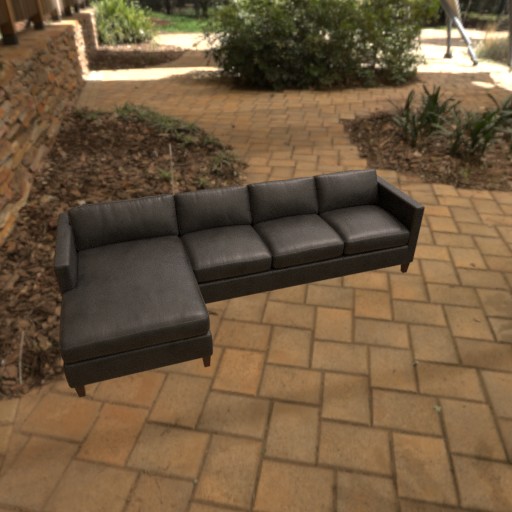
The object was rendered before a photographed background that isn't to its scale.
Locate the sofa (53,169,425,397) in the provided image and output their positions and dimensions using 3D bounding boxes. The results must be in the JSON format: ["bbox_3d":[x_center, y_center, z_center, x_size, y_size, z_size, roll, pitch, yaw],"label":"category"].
[{"bbox_3d":[0.000,0.000,3.910,3.203,0.883,1.581,-10,33,-16],"label":"sofa"}]
